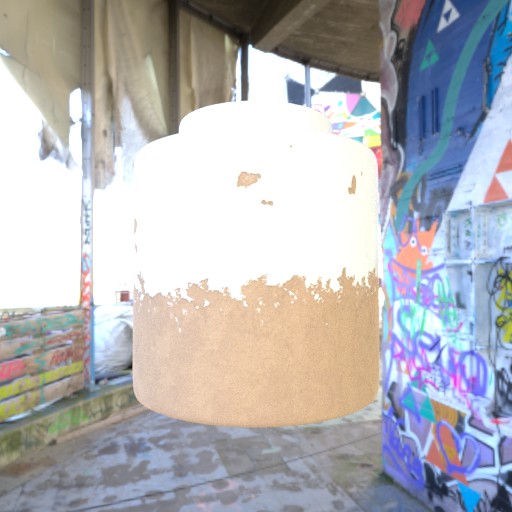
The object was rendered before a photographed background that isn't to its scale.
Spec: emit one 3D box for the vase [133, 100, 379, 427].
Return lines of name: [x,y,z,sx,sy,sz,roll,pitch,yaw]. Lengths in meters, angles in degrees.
vase: [0.000,0.000,0.286,0.153,0.167,0.153,0,-1,0]
